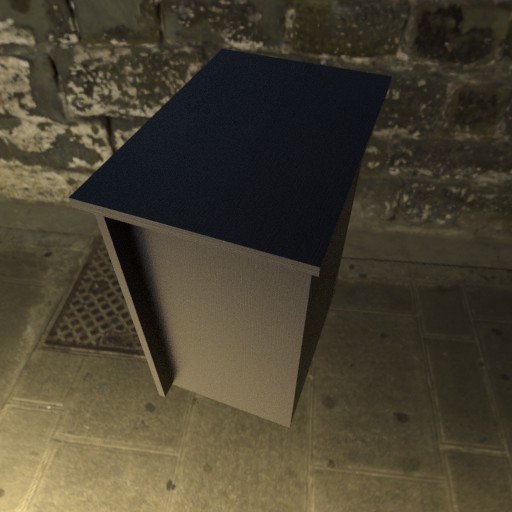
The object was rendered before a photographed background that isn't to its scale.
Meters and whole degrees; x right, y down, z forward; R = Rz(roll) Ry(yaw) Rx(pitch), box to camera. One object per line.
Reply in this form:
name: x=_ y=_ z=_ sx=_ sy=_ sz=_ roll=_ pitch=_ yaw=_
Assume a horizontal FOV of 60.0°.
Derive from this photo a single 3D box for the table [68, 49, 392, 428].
table: x=0.000 y=0.000 z=1.087 sx=0.408 sy=0.711 sz=0.589 roll=16 pitch=49 yaw=14
